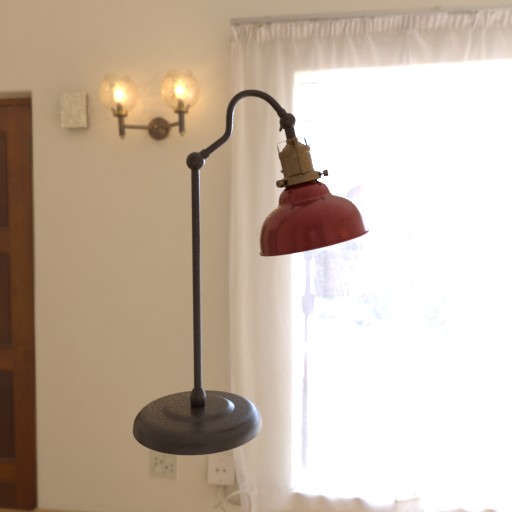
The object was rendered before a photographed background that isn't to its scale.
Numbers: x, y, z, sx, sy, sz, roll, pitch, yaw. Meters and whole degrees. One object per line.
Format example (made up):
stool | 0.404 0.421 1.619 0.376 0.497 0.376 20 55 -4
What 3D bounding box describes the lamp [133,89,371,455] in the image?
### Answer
lamp | 0.000 0.000 0.688 0.374 0.508 0.192 -1 2 -18
